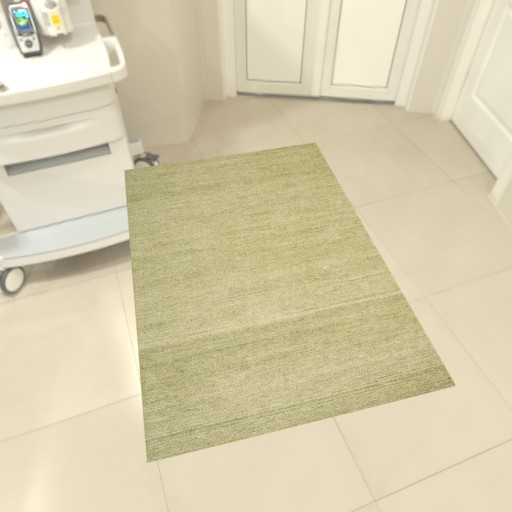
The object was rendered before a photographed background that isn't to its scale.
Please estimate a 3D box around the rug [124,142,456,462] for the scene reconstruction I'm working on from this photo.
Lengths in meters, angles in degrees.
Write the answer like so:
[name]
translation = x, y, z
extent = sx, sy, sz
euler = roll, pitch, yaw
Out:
[rug]
translation = 0.000, 0.000, 2.929
extent = 1.606, 0.017, 2.270
euler = -10, 49, -9
